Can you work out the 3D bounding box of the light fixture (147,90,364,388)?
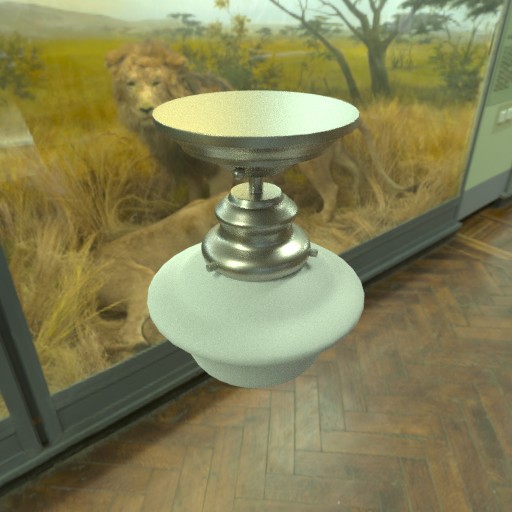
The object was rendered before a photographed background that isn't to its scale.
[{"bbox_3d":[0.000,0.000,0.394,0.199,0.254,0.199,0,30,0],"label":"light fixture"}]
